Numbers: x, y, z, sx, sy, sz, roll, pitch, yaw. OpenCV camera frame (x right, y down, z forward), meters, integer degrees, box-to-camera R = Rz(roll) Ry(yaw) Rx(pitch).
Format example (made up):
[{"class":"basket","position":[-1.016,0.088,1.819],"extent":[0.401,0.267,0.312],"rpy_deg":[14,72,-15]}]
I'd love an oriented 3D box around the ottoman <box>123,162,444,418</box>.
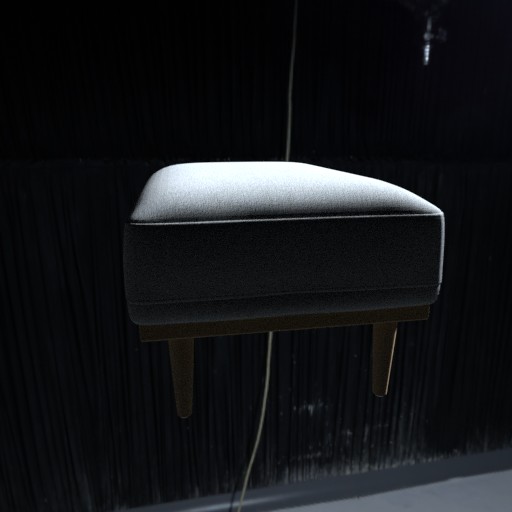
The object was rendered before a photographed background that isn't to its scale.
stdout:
[{"class":"ottoman","position":[0.000,0.000,1.081],"extent":[0.549,0.428,0.749],"rpy_deg":[-3,16,-10]}]
